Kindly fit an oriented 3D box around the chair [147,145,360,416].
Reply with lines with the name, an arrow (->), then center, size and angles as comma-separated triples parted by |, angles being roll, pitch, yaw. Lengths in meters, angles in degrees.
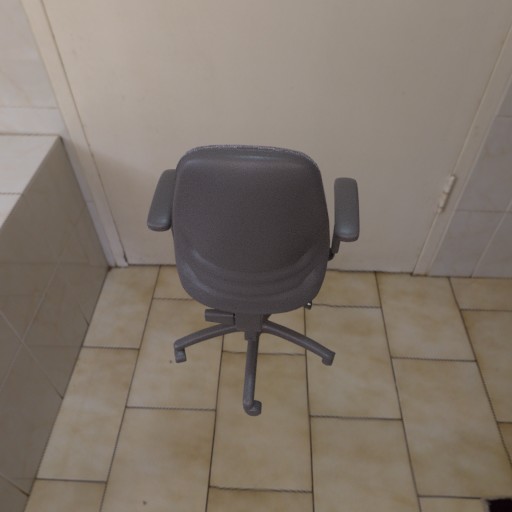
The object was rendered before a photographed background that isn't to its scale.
chair -> 0.000, 0.000, 1.234 | 0.550, 0.910, 0.530 | 3, 47, 3
